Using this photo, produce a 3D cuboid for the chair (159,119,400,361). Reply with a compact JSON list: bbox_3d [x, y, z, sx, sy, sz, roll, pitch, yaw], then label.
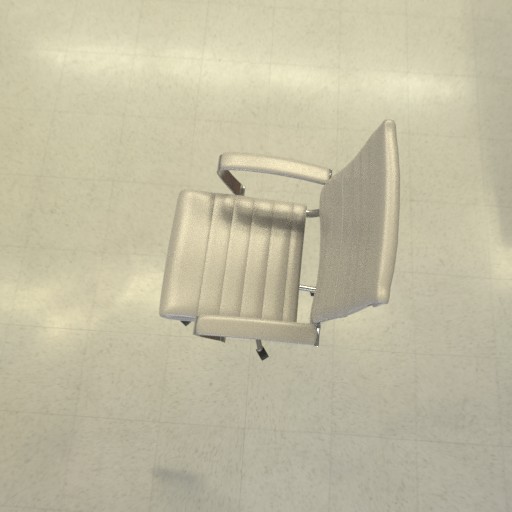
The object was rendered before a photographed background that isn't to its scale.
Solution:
[{"bbox_3d":[0.000,0.000,1.555,0.667,1.149,0.679,6,75,2],"label":"chair"}]
